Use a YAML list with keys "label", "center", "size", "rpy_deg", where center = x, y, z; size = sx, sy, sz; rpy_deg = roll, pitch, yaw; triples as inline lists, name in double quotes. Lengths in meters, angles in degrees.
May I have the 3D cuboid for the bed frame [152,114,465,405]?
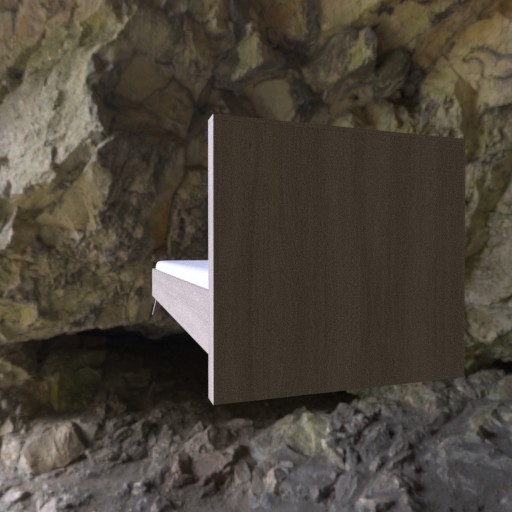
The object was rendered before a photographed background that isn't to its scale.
- label: "bed frame"
  center: [0.000, 0.000, 2.570]
  size: [0.990, 0.920, 2.140]
  rpy_deg: [0, 1, -18]
